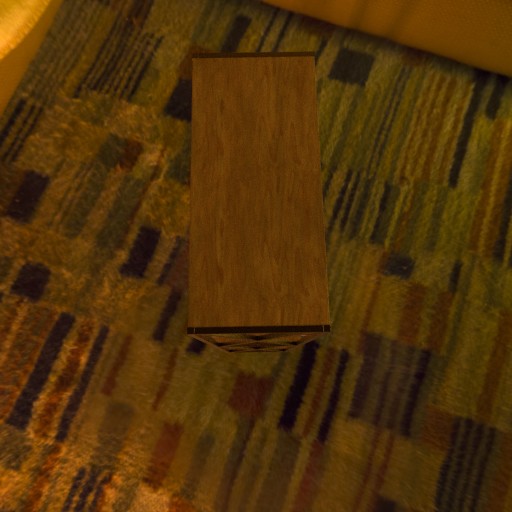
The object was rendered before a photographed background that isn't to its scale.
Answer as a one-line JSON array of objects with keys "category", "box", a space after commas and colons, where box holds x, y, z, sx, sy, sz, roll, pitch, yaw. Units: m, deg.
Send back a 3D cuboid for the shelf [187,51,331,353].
[{"category": "shelf", "box": [0.000, 0.000, 2.165, 0.386, 1.803, 0.874, -1, 76, 0]}]
